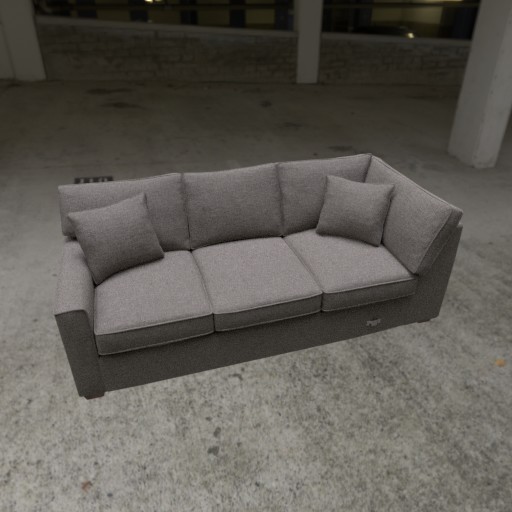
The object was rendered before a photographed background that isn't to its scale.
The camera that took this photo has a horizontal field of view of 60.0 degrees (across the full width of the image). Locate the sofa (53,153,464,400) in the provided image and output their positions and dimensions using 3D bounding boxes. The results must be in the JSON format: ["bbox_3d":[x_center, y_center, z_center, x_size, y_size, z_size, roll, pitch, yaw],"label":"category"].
[{"bbox_3d":[0.000,0.000,2.860,2.317,0.962,1.061,-9,32,-15],"label":"sofa"}]
